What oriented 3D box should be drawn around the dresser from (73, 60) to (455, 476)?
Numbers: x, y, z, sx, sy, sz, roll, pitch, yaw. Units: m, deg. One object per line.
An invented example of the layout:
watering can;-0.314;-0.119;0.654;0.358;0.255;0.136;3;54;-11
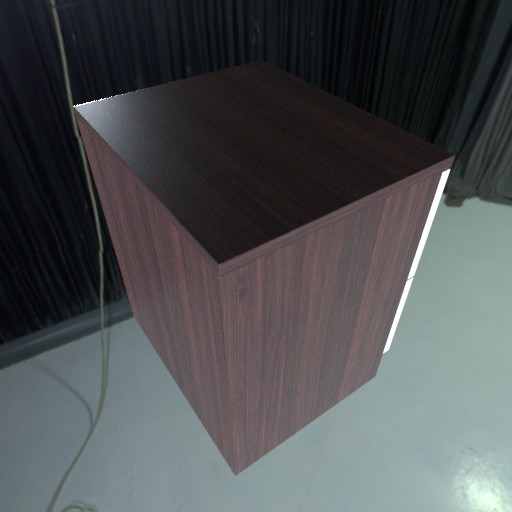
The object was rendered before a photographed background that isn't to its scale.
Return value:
dresser;0.000;0.000;0.749;0.360;0.470;0.400;-25;48;-25
